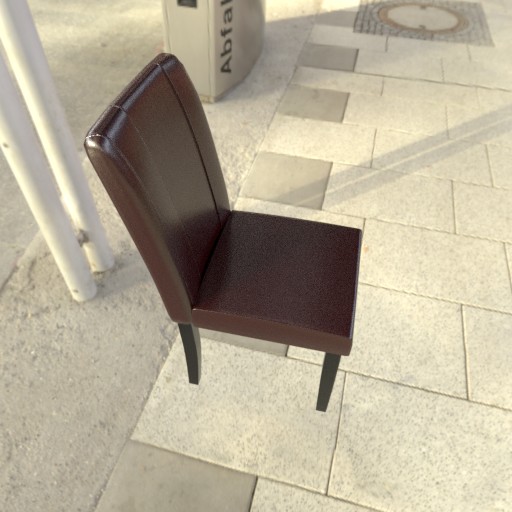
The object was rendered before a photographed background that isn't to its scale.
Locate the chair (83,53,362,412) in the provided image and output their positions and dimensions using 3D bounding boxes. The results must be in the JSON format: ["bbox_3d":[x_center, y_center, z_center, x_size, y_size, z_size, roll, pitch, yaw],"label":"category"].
[{"bbox_3d":[0.000,0.000,1.188,0.556,0.897,0.399,9,47,9],"label":"chair"}]
